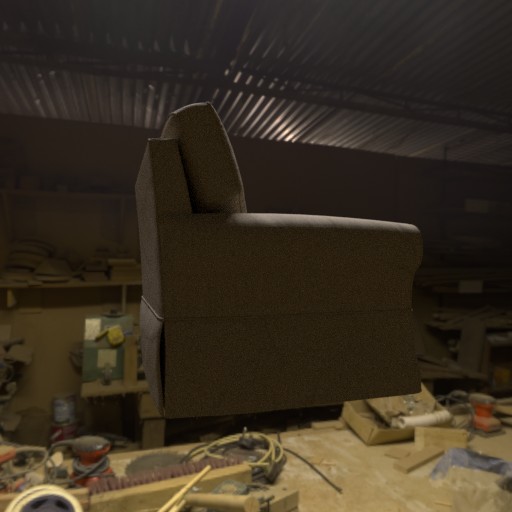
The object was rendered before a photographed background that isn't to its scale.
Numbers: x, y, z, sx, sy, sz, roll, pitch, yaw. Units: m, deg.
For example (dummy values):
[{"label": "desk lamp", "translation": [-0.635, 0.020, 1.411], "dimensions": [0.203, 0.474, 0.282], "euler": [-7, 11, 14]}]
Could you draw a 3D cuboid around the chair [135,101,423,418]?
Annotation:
[{"label": "chair", "translation": [0.000, 0.000, 1.938], "dimensions": [0.988, 1.017, 1.135], "euler": [0, -1, -18]}]
